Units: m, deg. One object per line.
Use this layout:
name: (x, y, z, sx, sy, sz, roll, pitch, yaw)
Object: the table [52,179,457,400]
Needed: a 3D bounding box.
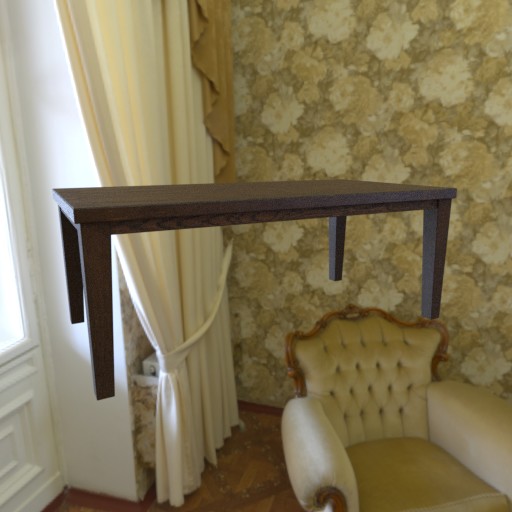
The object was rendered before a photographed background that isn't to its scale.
table: (0.000, 0.000, 2.519, 1.981, 0.762, 1.016, -7, 15, -27)
